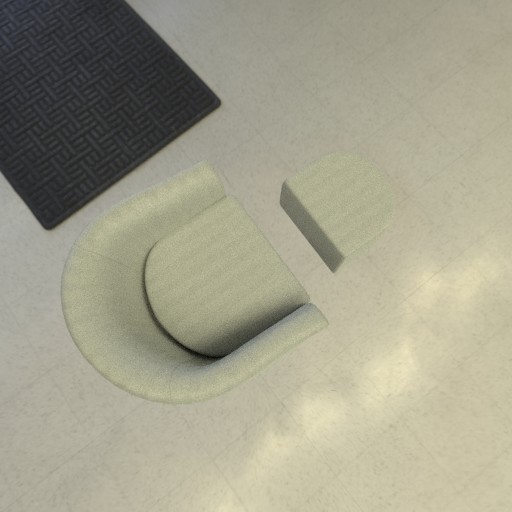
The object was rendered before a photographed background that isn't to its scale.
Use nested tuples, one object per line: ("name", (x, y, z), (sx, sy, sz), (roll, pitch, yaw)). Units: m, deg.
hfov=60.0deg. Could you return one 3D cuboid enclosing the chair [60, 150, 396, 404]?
("chair", (0.000, 0.000, 1.730), (1.288, 0.757, 0.756), (-34, 77, -9))
